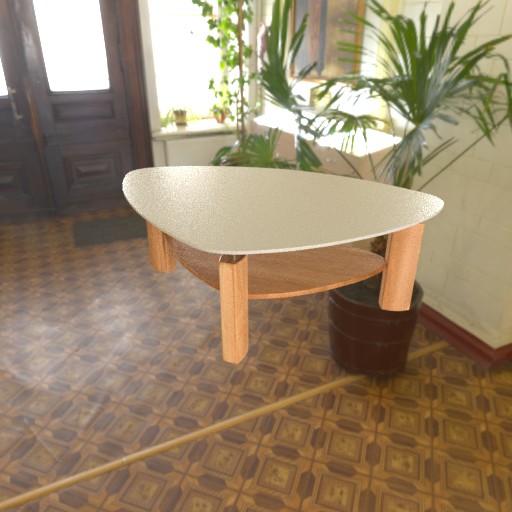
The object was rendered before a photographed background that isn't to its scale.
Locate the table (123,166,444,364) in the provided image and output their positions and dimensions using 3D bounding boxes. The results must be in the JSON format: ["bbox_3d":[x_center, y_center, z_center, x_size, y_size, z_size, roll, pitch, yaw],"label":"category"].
[{"bbox_3d":[0.000,0.000,1.656,1.250,0.440,0.850,8,27,17],"label":"table"}]
